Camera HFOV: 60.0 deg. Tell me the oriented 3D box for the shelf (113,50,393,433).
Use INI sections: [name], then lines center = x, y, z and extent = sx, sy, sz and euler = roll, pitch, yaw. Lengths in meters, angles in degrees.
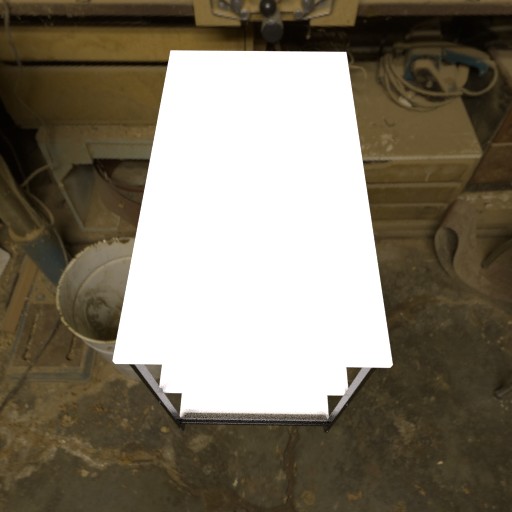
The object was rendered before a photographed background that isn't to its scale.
[shelf]
center = 0.000, 0.000, 1.342
extent = 0.498, 0.750, 0.902
euler = 1, 59, 0
